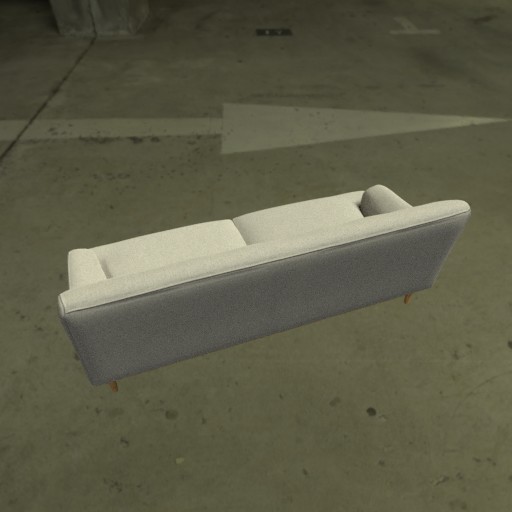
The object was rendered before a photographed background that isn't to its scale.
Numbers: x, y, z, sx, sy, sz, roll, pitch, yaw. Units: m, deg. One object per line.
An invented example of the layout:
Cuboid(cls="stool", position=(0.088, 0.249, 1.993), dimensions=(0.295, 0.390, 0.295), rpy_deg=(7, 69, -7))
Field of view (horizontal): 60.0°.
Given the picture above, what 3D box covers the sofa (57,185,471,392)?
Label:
Cuboid(cls="sofa", position=(0.000, 0.000, 2.573), dimensions=(2.057, 0.871, 0.978), rpy_deg=(-14, 43, -15))
